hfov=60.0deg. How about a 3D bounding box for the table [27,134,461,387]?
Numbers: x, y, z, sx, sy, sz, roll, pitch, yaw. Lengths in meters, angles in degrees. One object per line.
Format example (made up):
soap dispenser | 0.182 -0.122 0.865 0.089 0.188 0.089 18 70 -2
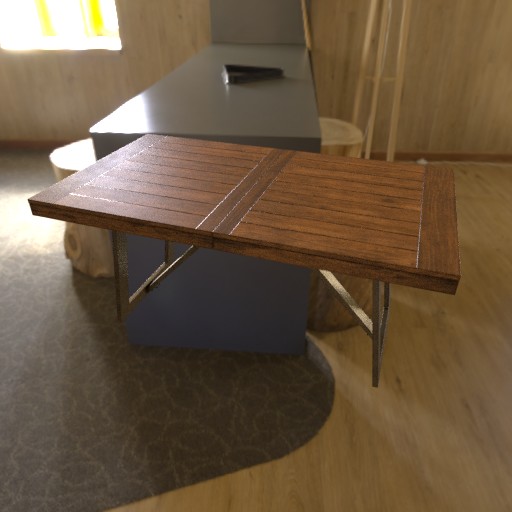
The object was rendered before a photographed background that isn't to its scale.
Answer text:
table | 0.000 0.000 2.143 1.641 0.757 0.931 11 34 16
